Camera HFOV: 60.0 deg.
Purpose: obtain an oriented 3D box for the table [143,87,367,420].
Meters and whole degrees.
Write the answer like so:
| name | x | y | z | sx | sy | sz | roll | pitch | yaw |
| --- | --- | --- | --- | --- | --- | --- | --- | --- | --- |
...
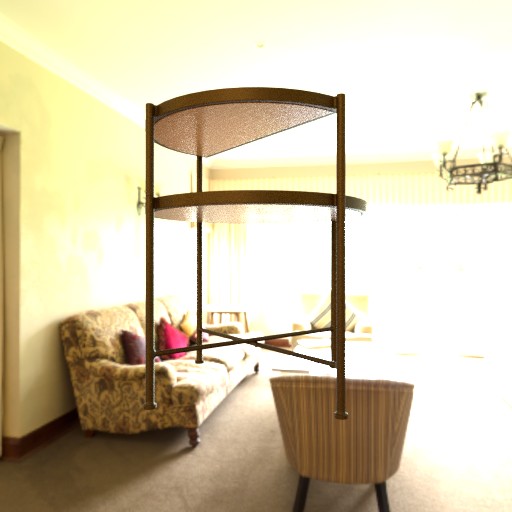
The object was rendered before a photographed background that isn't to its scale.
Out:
| name | x | y | z | sx | sy | sz | roll | pitch | yaw |
| --- | --- | --- | --- | --- | --- | --- | --- | --- | --- |
| table | 0.000 | 0.000 | 1.179 | 0.628 | 0.684 | 0.629 | 0 | 0 | -37 |
